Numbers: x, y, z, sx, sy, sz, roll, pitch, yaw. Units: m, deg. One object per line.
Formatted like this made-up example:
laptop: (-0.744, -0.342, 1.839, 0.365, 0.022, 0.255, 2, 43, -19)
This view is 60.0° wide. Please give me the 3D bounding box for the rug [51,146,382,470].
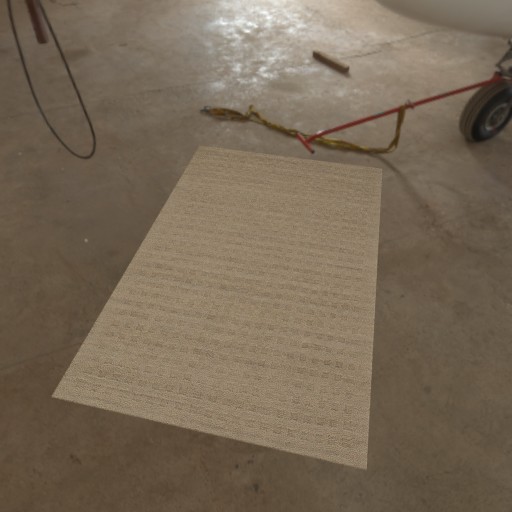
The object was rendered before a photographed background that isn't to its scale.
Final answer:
rug: (0.000, 0.000, 2.138, 1.142, 0.006, 1.752, 9, 46, 9)
